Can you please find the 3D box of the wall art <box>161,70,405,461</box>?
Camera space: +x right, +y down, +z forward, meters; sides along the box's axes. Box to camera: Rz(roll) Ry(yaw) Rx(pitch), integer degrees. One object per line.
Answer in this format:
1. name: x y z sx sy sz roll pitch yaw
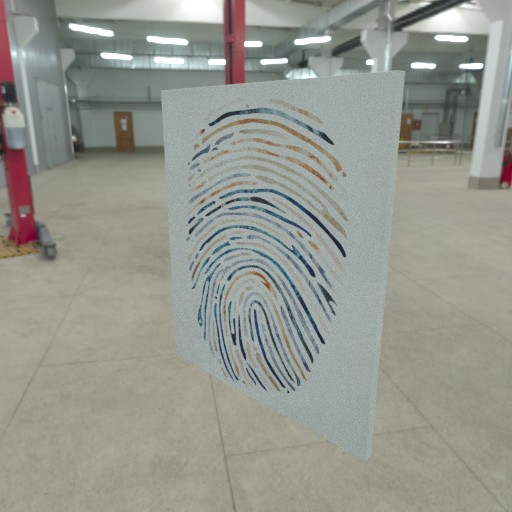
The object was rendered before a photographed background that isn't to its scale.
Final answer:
1. wall art: 0.000 0.000 0.973 0.609 0.710 0.021 15 22 41
